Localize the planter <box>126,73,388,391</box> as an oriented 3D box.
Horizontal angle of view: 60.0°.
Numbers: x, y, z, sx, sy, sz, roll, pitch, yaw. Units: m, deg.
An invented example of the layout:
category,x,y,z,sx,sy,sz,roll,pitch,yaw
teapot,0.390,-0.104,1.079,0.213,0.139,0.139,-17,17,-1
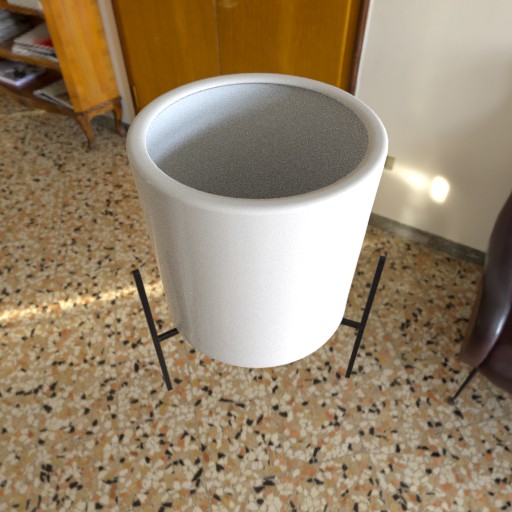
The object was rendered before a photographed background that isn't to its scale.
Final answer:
category,x,y,z,sx,sy,sz,roll,pitch,yaw
planter,0.000,0.000,0.643,0.307,0.431,0.308,-3,46,-3
